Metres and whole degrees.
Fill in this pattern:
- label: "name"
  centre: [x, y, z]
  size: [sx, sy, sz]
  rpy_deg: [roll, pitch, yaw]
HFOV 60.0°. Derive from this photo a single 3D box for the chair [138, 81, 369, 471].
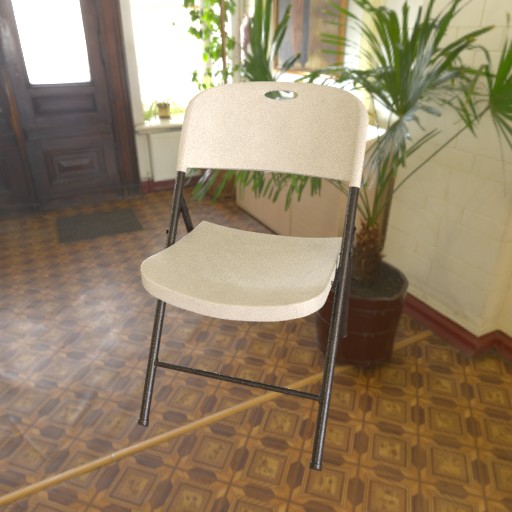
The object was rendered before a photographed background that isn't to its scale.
- label: "chair"
  centre: [0.000, 0.000, 1.170]
  size: [0.494, 0.810, 0.566]
  rpy_deg: [8, 28, 15]
